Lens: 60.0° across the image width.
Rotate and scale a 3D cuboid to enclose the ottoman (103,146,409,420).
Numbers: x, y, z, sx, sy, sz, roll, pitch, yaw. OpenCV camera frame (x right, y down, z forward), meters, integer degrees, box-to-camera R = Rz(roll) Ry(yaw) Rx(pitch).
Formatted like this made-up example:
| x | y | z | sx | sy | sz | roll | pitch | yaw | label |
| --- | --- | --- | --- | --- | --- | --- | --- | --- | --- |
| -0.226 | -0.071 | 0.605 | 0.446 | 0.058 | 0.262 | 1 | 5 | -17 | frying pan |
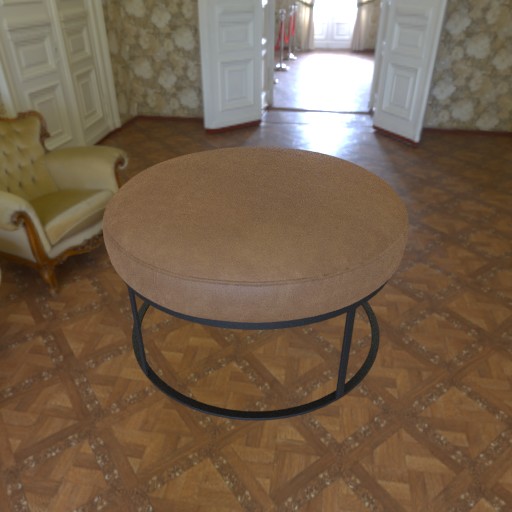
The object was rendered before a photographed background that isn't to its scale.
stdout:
| x | y | z | sx | sy | sz | roll | pitch | yaw | label |
| --- | --- | --- | --- | --- | --- | --- | --- | --- | --- |
| 0.000 | 0.000 | 1.238 | 0.771 | 0.460 | 0.771 | 0 | 32 | 0 | ottoman |
